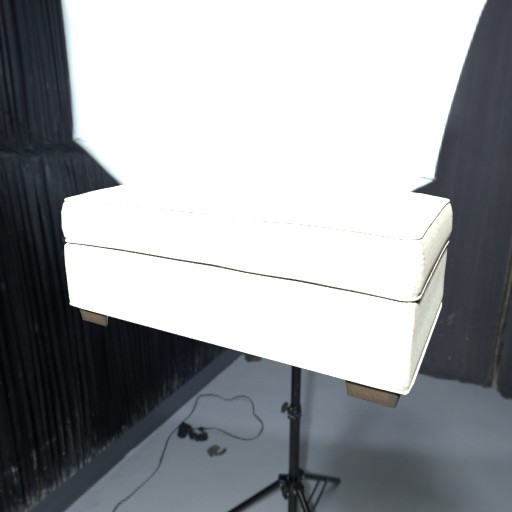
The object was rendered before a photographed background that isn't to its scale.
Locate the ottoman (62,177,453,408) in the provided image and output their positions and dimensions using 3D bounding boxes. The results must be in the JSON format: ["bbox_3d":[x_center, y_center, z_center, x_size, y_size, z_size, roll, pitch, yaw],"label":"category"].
[{"bbox_3d":[0.000,0.000,1.432,1.097,0.448,0.617,9,18,27],"label":"ottoman"}]
